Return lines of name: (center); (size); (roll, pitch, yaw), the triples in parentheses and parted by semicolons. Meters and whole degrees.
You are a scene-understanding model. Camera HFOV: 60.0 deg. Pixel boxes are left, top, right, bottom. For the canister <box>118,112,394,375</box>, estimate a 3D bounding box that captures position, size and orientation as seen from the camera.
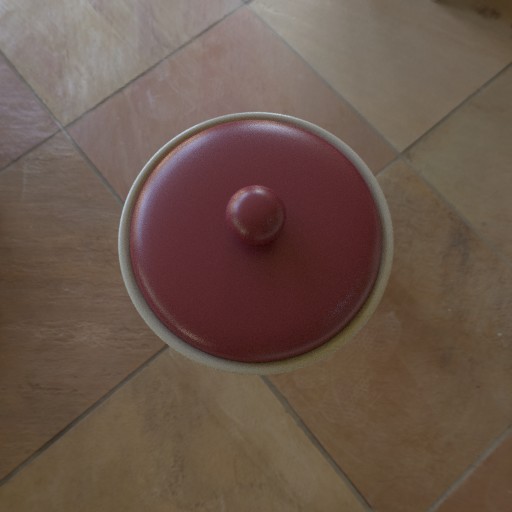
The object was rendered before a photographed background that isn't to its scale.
canister: (0.000, 0.000, 0.348); (0.181, 0.211, 0.181); (0, 75, 0)
